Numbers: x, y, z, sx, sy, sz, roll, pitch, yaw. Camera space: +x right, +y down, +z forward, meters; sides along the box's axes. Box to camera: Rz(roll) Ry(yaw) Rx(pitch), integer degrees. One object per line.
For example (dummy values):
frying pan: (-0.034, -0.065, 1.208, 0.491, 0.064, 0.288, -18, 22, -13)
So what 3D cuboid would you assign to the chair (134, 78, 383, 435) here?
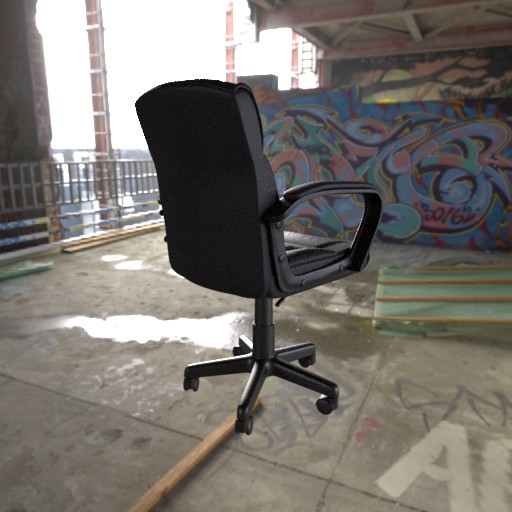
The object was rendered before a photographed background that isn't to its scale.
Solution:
chair: (0.000, 0.000, 1.420, 0.641, 0.998, 0.576, -13, 19, -43)
